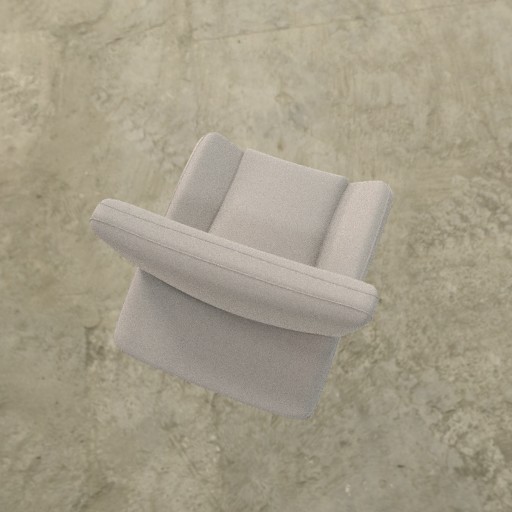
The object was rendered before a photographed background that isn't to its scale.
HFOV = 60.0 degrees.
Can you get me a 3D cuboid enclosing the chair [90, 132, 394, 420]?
[{"bbox_3d":[0.000,0.000,1.677,0.859,0.855,1.008,19,65,9],"label":"chair"}]
